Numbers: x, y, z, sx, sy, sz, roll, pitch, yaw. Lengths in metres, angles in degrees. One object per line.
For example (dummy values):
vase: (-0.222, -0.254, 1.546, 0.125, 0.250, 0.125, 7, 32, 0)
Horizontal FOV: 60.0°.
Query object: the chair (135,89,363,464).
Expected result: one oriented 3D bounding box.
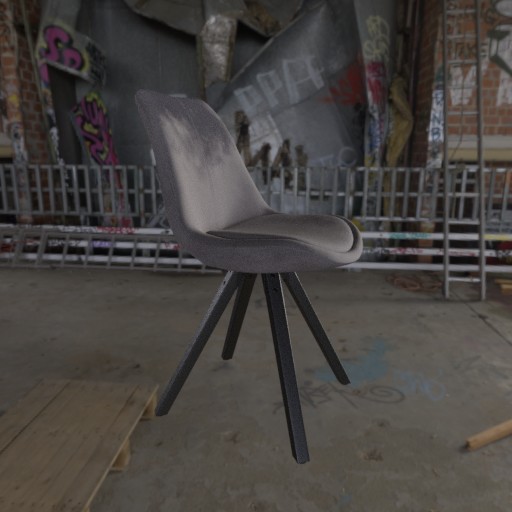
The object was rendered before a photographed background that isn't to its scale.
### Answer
chair: (0.000, 0.000, 1.194, 0.550, 0.850, 0.476, 6, 14, 25)
